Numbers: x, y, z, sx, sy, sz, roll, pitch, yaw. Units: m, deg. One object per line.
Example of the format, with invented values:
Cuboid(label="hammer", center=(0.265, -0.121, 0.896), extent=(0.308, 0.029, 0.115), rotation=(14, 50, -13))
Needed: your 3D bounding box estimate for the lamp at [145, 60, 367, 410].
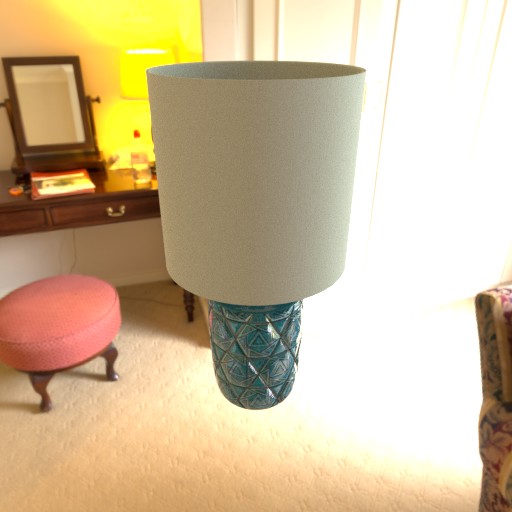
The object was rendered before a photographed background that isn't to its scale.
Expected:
Cuboid(label="lamp", center=(0.000, 0.000, 0.482), extent=(0.193, 0.377, 0.193), rotation=(18, 32, 31))
